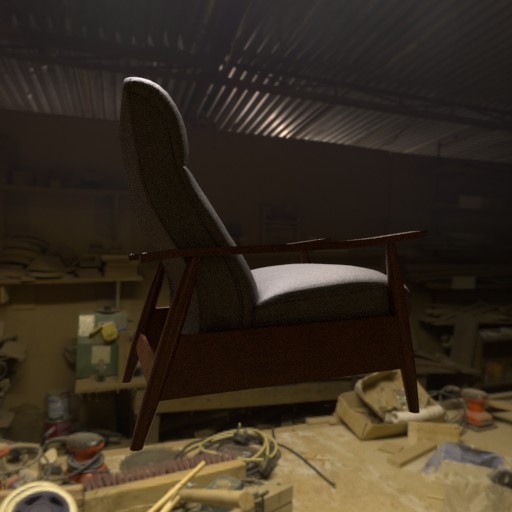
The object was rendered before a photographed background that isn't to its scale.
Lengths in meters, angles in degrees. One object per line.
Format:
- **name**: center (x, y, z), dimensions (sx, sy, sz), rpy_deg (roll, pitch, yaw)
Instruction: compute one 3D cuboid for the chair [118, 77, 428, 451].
- **chair**: center (0.000, 0.000, 1.726), dimensions (1.014, 1.081, 0.762), rpy_deg (0, 0, -19)
